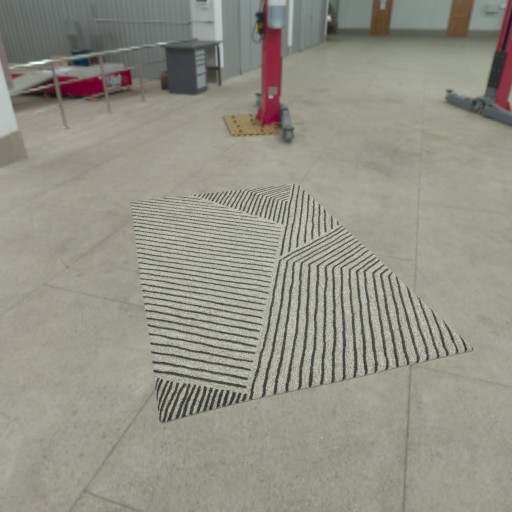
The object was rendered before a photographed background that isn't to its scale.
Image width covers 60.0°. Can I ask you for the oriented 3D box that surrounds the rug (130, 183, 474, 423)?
[{"bbox_3d":[0.000,0.000,2.994,1.539,0.023,2.406,-8,31,-14],"label":"rug"}]
